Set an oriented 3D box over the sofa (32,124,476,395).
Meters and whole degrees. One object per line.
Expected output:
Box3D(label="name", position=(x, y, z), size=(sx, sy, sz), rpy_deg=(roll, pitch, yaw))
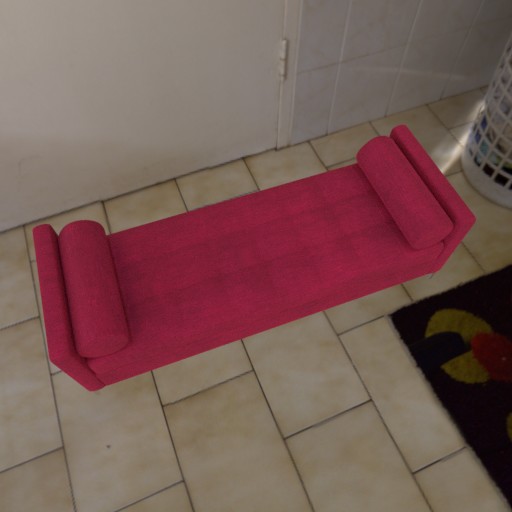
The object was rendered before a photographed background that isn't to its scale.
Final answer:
Box3D(label="sofa", position=(0.000, 0.000, 2.329), size=(1.981, 0.635, 0.686), rpy_deg=(-18, 61, -10))
